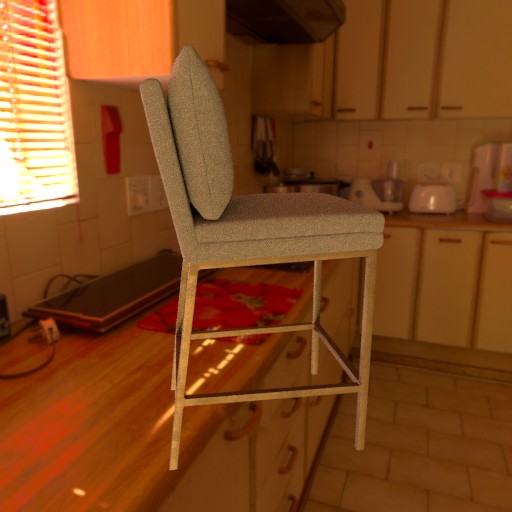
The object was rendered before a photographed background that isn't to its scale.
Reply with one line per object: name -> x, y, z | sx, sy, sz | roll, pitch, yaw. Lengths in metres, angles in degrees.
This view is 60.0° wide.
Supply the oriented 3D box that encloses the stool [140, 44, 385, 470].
stool -> 0.000, 0.000, 1.280 | 0.569, 1.031, 0.463 | -2, 14, -10
